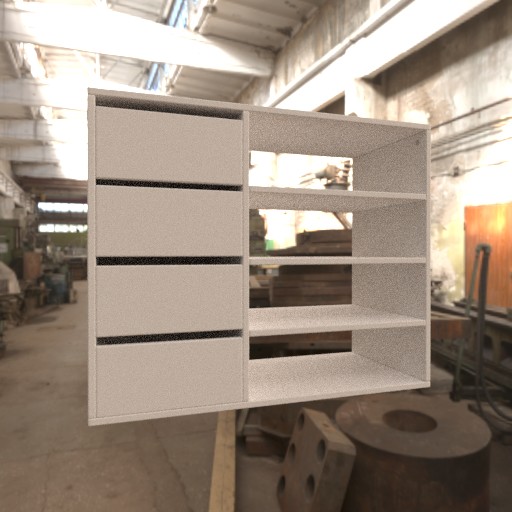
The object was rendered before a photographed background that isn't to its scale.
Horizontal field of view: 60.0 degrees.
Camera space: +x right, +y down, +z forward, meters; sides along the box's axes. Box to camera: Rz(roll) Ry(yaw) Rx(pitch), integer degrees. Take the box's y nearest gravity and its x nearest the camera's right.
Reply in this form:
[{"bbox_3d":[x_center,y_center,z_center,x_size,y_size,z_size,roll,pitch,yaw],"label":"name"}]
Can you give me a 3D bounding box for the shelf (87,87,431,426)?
[{"bbox_3d":[0.000,0.000,1.281,0.895,0.732,0.396,0,0,-18],"label":"shelf"}]
